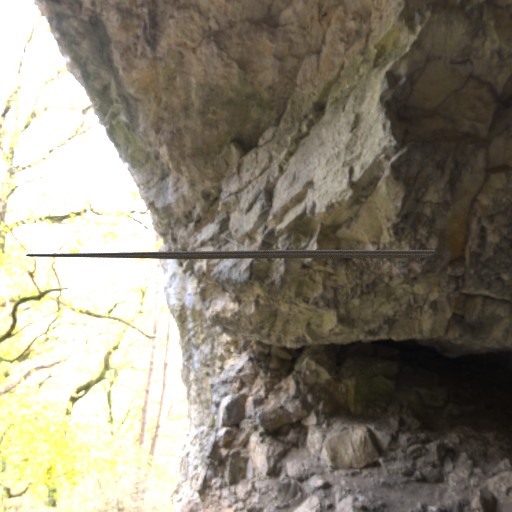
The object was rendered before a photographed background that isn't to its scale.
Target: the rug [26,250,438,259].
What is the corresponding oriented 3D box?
[{"bbox_3d":[0.000,0.000,4.177,3.017,0.035,2.472,0,-1,18],"label":"rug"}]
